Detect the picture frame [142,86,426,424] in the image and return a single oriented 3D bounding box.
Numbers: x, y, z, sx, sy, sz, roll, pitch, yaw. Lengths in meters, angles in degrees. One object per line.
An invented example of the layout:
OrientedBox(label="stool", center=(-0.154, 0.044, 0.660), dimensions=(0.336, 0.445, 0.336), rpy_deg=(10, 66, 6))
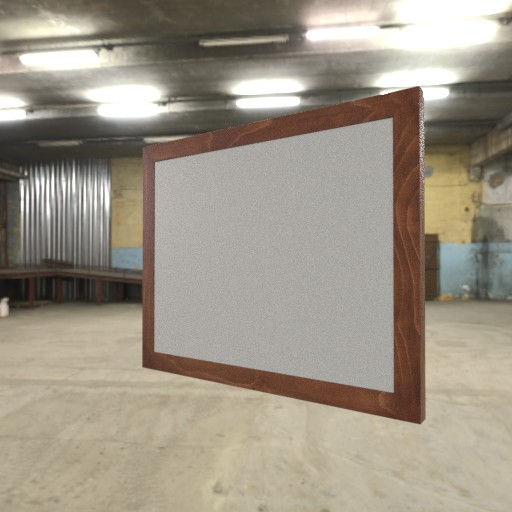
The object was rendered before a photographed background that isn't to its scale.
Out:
OrientedBox(label="picture frame", center=(0.000, 0.000, 0.770), dimensions=(0.559, 0.457, 0.025), rpy_deg=(0, -1, 35))
